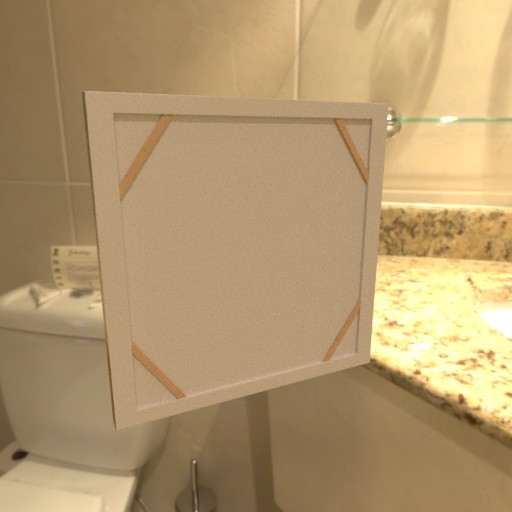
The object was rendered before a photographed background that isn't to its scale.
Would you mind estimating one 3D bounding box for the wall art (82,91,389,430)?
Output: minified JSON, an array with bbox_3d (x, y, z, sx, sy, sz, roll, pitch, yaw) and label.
[{"bbox_3d":[0.000,0.000,0.910,0.610,0.610,0.038,-7,16,-25],"label":"wall art"}]
